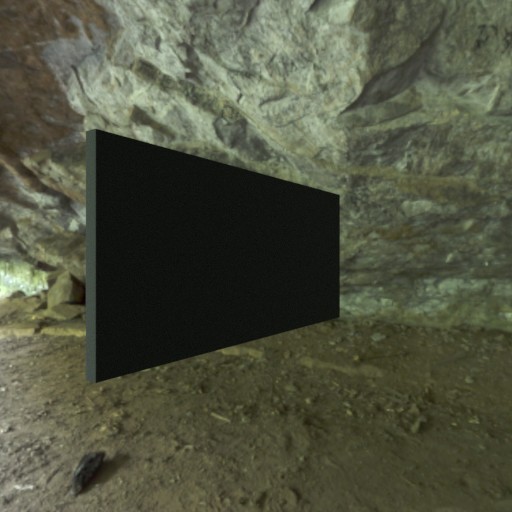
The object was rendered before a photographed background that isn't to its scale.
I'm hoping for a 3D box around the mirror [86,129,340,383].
[{"bbox_3d":[0.000,0.000,1.864,0.047,0.692,1.584,0,0,35],"label":"mirror"}]
